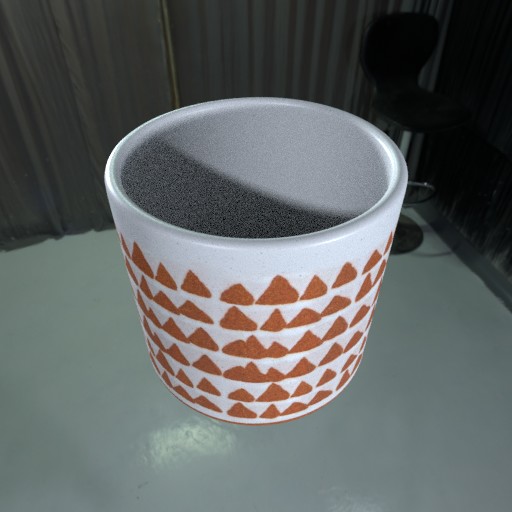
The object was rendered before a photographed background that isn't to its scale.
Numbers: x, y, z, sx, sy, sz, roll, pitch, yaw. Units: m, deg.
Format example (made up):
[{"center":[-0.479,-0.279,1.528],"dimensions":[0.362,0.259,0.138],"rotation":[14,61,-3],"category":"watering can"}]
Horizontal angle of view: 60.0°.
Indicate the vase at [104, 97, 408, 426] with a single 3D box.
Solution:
[{"center":[0.000,0.000,0.246],"dimensions":[0.137,0.127,0.137],"rotation":[0,41,0],"category":"vase"}]
